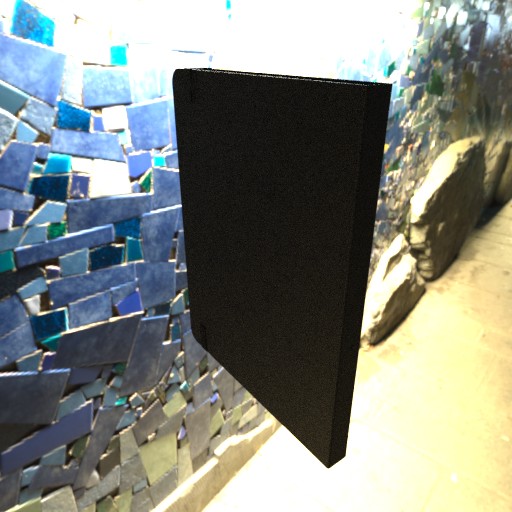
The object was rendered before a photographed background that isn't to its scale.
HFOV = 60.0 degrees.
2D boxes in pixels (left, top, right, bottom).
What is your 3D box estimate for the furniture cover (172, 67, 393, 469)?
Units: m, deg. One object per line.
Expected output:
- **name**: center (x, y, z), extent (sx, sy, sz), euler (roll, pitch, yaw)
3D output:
- **furniture cover**: center (0.000, 0.000, 0.367), extent (0.023, 0.281, 0.216), euler (-18, 31, -33)
